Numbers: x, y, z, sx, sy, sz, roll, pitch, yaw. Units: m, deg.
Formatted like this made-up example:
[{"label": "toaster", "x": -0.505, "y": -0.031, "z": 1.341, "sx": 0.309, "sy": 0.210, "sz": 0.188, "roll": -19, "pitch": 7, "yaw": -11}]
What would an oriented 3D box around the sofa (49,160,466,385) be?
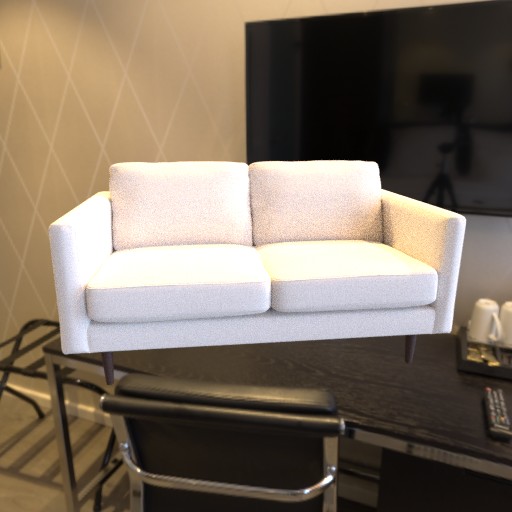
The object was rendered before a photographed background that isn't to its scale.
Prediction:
[{"label": "sofa", "x": 0.000, "y": 0.000, "z": 2.229, "sx": 1.713, "sy": 0.893, "sz": 0.940, "roll": -2, "pitch": 16, "yaw": -7}]
